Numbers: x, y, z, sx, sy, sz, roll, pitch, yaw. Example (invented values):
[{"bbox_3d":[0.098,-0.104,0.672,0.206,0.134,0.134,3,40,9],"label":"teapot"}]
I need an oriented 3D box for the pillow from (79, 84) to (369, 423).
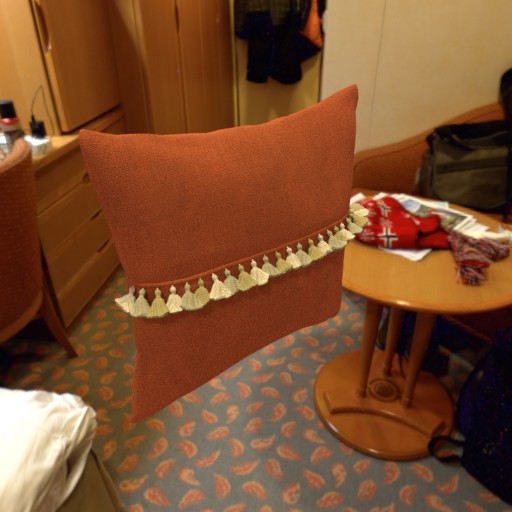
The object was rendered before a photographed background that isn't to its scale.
[{"bbox_3d":[0.000,0.000,0.724,0.490,0.482,0.165,-22,37,-32],"label":"pillow"}]
